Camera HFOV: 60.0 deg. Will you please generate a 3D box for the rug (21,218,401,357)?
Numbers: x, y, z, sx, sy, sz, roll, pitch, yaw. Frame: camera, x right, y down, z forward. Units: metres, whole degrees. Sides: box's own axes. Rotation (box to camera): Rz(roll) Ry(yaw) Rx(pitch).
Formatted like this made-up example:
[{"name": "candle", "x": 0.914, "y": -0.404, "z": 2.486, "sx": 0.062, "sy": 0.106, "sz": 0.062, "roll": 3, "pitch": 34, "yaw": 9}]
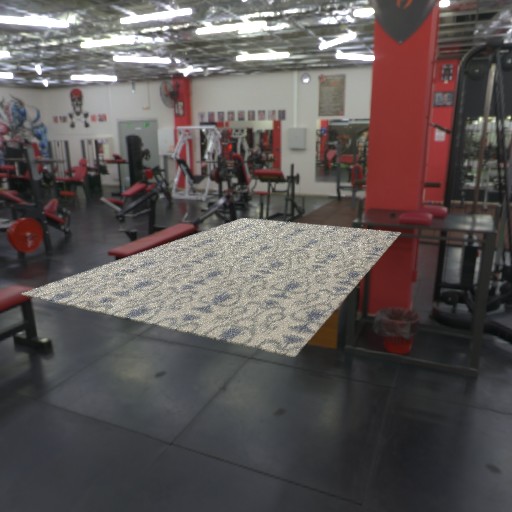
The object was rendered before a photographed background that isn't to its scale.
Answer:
[{"name": "rug", "x": 0.000, "y": 0.000, "z": 2.046, "sx": 1.035, "sy": 0.006, "sz": 1.652, "roll": 7, "pitch": 17, "yaw": 25}]
